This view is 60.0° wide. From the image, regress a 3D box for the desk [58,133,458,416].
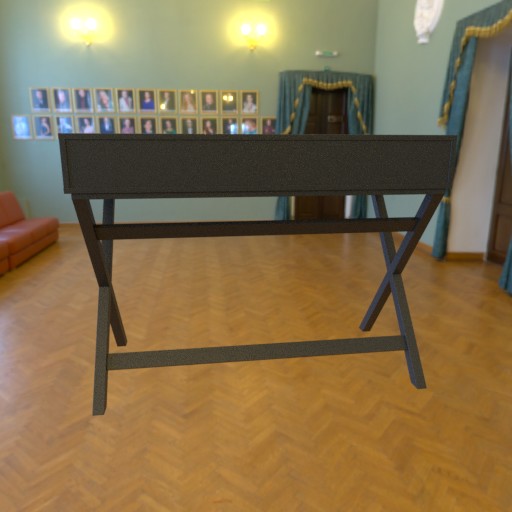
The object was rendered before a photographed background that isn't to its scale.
[{"bbox_3d":[0.000,0.000,1.502,1.057,0.780,0.525,-2,14,-8],"label":"desk"}]
